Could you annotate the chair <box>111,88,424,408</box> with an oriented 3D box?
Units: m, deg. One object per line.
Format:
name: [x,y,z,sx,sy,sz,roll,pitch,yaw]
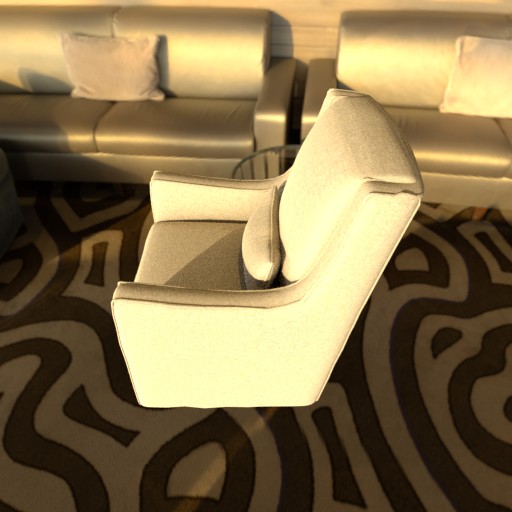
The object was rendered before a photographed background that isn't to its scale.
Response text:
chair: [0.000,0.000,1.595,0.879,0.993,0.732,0,41,0]
